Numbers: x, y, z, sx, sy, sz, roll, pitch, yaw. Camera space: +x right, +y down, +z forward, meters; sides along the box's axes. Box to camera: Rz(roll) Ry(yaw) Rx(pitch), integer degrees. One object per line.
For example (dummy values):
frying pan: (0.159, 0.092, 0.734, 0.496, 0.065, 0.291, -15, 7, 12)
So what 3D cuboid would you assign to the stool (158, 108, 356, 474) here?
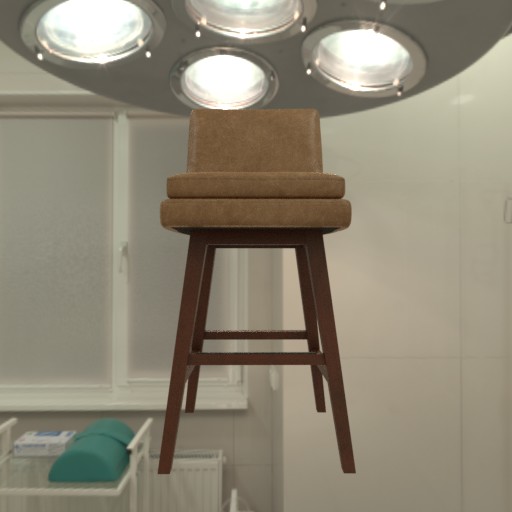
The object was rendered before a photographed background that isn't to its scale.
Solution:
stool: (0.000, 0.000, 1.360, 0.487, 1.079, 0.572, 0, -1, 0)
